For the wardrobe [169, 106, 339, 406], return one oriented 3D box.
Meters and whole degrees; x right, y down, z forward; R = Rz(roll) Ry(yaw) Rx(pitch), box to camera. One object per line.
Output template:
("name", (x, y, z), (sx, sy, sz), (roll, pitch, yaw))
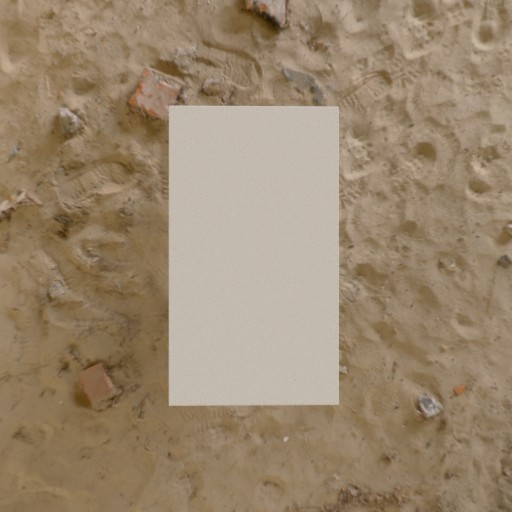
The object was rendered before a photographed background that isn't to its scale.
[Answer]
("wardrobe", (0.000, 0.000, 1.975), (0.470, 1.700, 0.760), (0, 90, -1))
